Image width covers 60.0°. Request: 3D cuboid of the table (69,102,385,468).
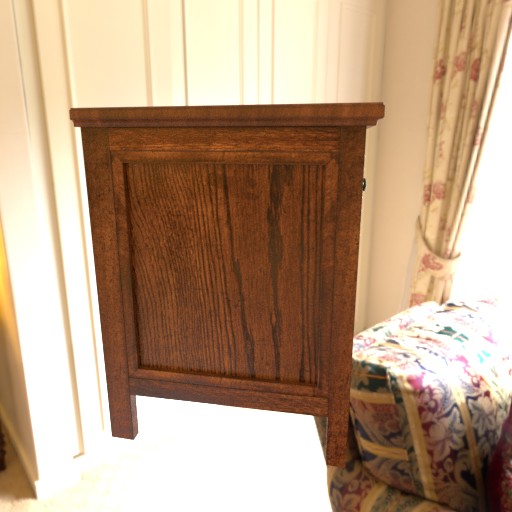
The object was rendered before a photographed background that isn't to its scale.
[{"bbox_3d":[0.000,0.000,0.980,0.461,0.597,0.586,3,15,11],"label":"table"}]
